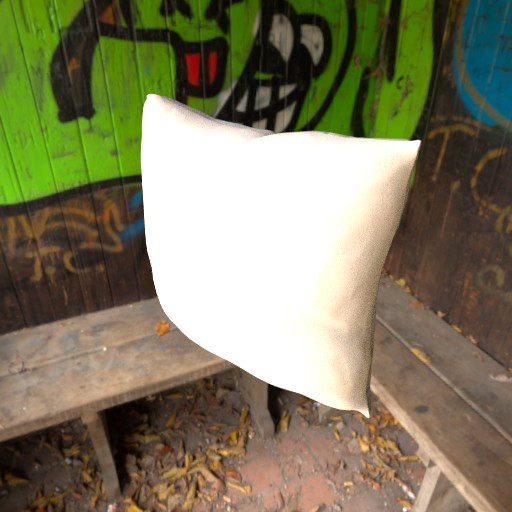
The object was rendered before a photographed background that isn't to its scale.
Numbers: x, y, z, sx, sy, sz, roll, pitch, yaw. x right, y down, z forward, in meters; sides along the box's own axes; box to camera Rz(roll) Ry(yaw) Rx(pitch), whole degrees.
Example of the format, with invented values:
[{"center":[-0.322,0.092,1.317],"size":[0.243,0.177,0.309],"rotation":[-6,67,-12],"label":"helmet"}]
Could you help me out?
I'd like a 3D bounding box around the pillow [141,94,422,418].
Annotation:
[{"center":[0.000,0.000,0.710],"size":[0.450,0.448,0.245],"rotation":[21,37,31],"label":"pillow"}]
